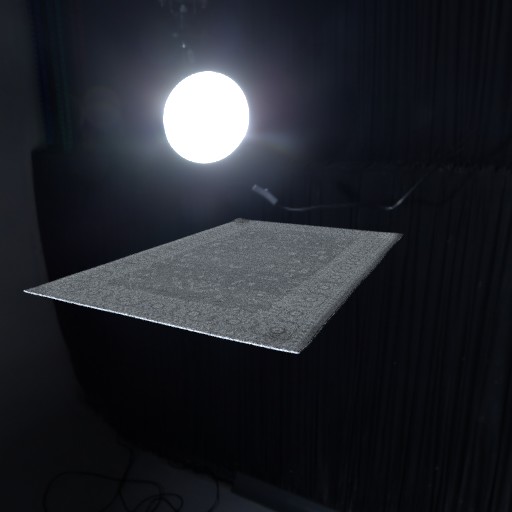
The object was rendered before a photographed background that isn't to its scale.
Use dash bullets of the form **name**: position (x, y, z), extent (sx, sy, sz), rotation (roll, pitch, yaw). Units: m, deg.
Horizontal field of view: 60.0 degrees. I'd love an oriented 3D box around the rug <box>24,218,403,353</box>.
- **rug**: position (0.000, 0.000, 2.326), extent (1.209, 0.019, 1.828), rotation (8, 17, 26)
